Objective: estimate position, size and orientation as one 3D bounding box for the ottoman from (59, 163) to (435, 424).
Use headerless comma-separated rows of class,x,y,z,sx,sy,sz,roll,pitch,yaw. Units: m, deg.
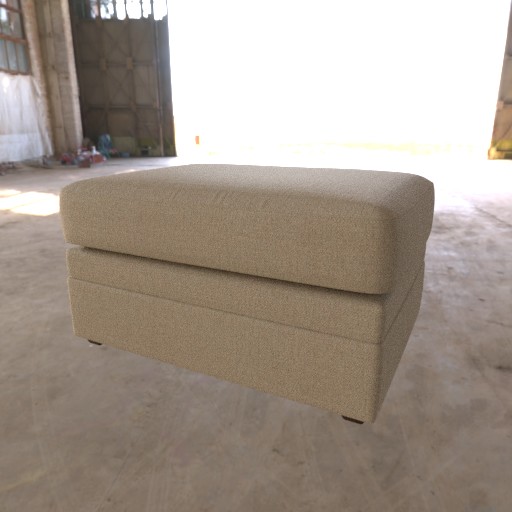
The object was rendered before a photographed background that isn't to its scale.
ottoman,0.000,0.000,1.254,0.885,0.478,0.637,9,19,26
